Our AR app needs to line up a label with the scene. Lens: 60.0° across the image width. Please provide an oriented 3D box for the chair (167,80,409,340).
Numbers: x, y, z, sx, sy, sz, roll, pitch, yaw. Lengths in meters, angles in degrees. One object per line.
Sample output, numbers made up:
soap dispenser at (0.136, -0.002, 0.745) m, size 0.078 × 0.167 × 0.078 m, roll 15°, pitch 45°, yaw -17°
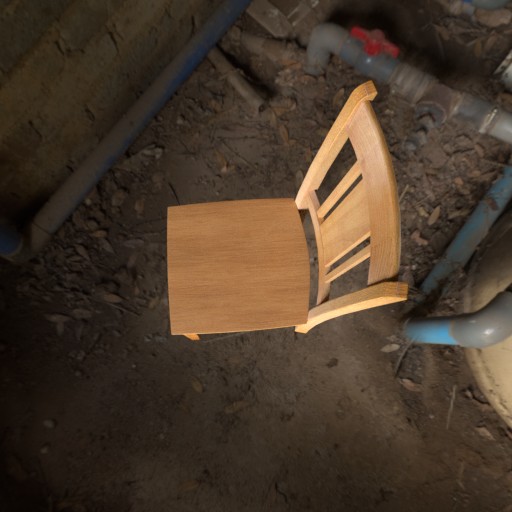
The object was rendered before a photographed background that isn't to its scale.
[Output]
chair at (0.000, 0.000, 1.324) m, size 0.556 × 0.998 × 0.450 m, roll -4°, pitch 76°, yaw -1°
